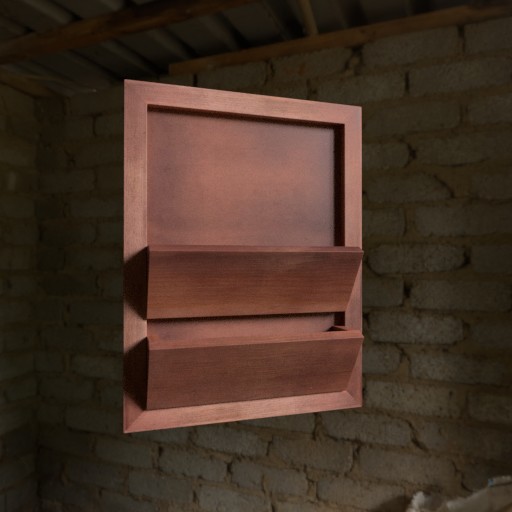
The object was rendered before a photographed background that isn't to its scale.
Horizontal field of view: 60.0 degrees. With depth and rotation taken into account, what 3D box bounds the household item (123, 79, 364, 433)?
[{"bbox_3d":[0.000,0.000,0.541,0.310,0.407,0.067,0,-1,-17],"label":"household item"}]
